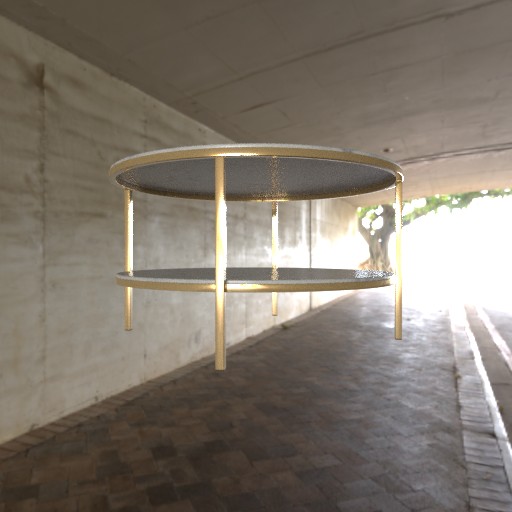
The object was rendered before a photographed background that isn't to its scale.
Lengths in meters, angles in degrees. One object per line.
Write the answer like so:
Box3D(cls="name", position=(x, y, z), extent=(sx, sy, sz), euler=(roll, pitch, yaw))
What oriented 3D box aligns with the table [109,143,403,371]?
Box3D(cls="table", position=(0.000, 0.000, 1.270), extent=(0.800, 0.450, 0.800), euler=(0, 0, 0))
